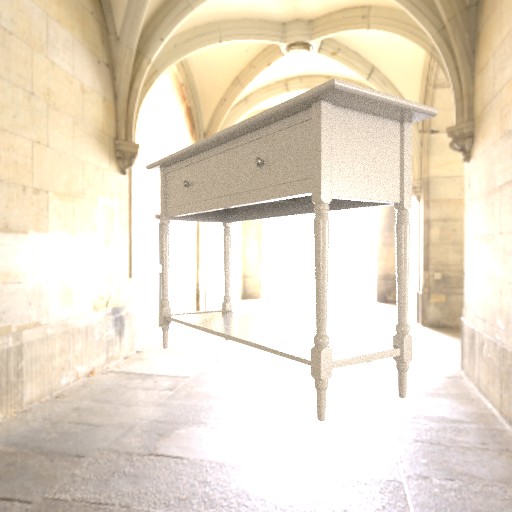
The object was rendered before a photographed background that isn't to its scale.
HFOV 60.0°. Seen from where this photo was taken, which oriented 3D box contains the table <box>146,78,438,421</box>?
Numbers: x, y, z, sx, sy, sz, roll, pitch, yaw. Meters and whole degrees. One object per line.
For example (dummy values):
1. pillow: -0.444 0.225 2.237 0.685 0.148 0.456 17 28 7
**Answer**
1. table: 0.000 0.000 1.589 0.384 0.808 1.197 0 1 -34
